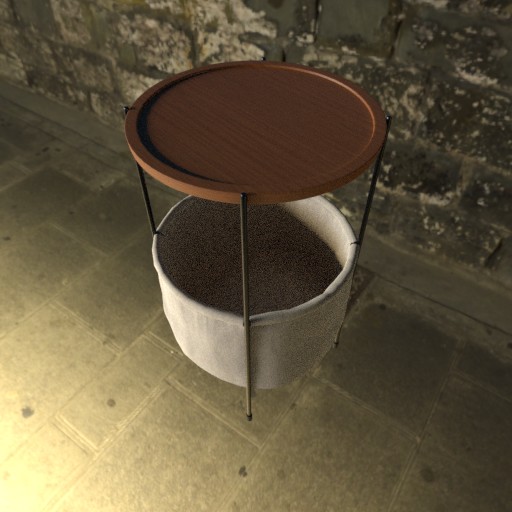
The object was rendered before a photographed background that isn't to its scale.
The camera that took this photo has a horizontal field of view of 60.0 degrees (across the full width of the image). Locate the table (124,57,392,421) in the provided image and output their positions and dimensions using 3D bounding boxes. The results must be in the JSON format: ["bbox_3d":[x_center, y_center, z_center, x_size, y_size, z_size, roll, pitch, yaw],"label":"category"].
[{"bbox_3d":[0.000,0.000,0.888,0.393,0.623,0.393,-32,54,-27],"label":"table"}]
